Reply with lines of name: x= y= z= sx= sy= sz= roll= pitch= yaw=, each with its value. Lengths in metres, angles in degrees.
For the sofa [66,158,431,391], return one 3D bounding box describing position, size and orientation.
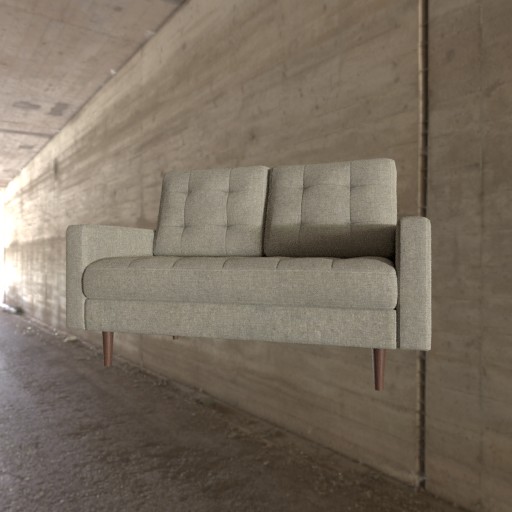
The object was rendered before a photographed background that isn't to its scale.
sofa: x=0.000 y=0.000 z=1.972 sx=1.407 sy=0.907 sz=0.842 roll=0 pitch=0 yaw=17
